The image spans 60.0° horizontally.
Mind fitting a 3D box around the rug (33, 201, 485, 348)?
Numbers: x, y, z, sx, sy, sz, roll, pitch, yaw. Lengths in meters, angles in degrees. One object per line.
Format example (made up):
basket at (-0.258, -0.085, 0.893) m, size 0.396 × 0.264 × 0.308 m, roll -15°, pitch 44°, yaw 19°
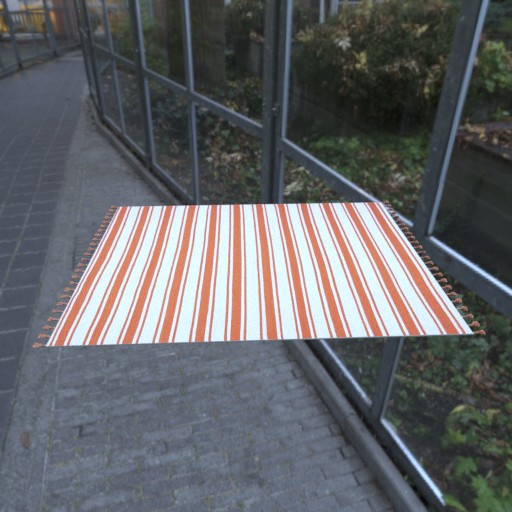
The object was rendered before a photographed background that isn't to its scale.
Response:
rug at (0.000, 0.000, 4.324) m, size 3.369 × 0.035 × 2.451 m, roll -1°, pitch 31°, yaw -2°
